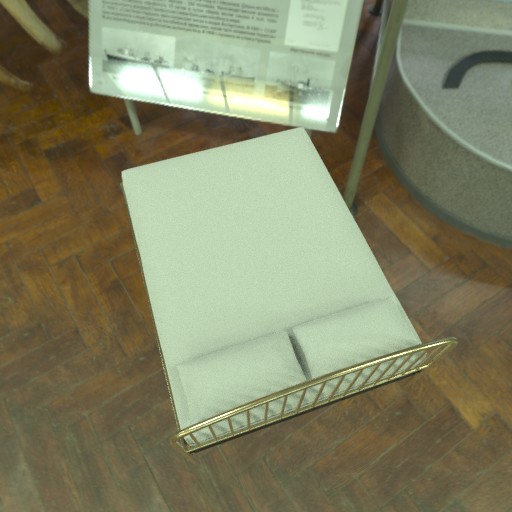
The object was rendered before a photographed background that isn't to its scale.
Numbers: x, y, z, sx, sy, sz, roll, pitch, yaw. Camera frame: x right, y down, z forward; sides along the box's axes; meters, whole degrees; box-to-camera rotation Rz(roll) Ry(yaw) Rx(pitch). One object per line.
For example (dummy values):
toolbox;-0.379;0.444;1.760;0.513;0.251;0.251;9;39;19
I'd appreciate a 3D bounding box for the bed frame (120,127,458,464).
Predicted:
bed frame;0.000;0.000;3.096;1.612;1.175;2.152;-16;61;-9
